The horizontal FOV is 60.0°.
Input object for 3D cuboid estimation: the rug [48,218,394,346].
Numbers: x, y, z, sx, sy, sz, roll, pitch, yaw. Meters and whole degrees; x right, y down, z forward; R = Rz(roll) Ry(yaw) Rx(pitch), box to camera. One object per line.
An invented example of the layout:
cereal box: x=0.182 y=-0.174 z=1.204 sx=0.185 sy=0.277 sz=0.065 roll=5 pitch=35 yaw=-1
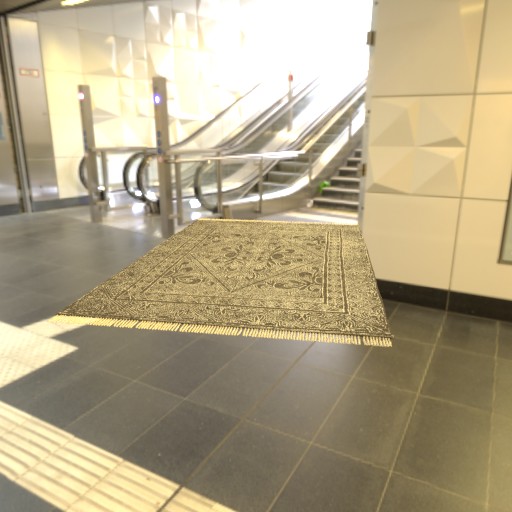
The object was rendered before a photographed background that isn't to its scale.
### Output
rug: x=0.000 y=0.000 z=3.032 sx=1.529 sy=0.010 sz=2.440 roll=3 pitch=16 yaw=9
